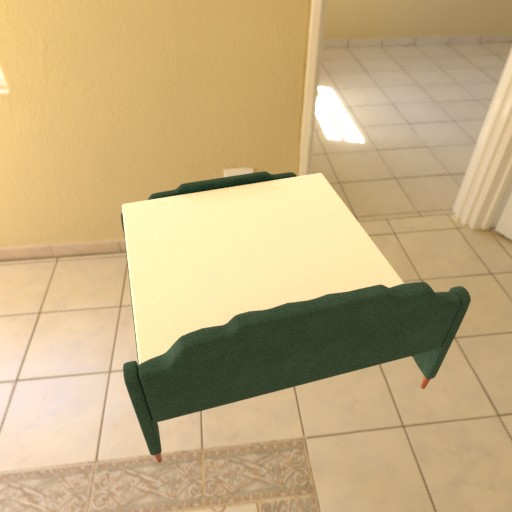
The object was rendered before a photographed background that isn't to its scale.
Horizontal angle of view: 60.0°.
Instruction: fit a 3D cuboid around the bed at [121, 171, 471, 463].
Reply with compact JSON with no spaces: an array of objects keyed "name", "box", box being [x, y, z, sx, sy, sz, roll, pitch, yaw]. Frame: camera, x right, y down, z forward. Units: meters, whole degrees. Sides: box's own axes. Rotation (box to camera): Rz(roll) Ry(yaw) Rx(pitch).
[{"name":"bed","box":[0.000,0.000,3.572,2.074,1.245,2.340,-11,43,-12]}]
